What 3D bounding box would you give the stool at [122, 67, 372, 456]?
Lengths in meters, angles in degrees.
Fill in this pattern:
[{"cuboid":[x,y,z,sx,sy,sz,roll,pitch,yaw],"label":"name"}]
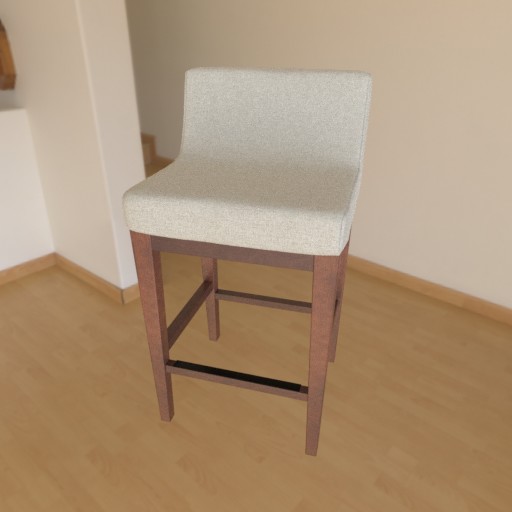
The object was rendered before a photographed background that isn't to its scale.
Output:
[{"cuboid":[0.000,0.000,1.230,0.511,0.937,0.500,7,28,14],"label":"stool"}]
